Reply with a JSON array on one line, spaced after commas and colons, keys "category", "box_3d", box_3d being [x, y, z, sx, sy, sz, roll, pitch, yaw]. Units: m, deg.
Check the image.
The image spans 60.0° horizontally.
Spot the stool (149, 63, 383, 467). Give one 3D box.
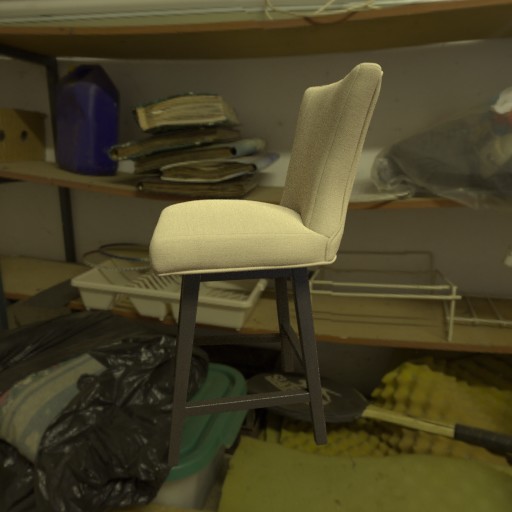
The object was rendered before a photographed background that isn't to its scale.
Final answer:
[{"category": "stool", "box_3d": [0.000, 0.000, 1.313, 0.574, 1.000, 0.514, -2, 14, -8]}]
